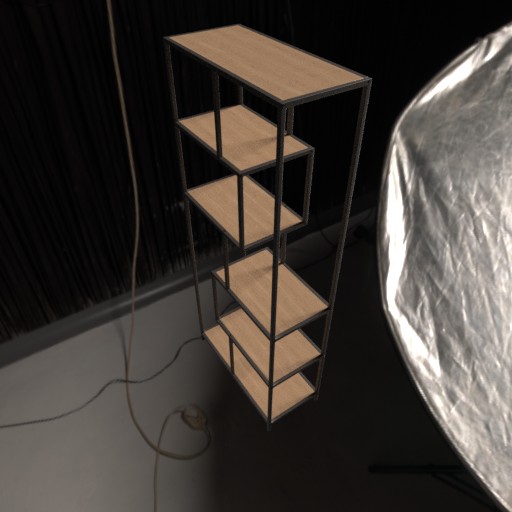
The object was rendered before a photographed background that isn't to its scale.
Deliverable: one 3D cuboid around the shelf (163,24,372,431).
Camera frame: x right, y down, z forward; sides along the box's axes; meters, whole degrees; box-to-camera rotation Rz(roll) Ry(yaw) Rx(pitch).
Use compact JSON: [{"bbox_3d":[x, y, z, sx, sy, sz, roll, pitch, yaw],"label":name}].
[{"bbox_3d":[0.000,0.000,2.148,0.350,1.850,0.770,-24,47,-25],"label":"shelf"}]
